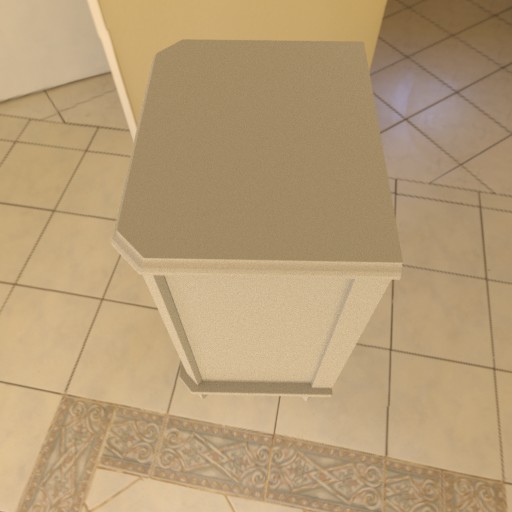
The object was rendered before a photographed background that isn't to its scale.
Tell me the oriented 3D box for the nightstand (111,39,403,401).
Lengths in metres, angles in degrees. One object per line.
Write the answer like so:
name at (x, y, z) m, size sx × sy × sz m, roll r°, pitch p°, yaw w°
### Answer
nightstand at (0.000, 0.000, 0.916) m, size 0.350 × 0.680 × 0.450 m, roll 1°, pitch 59°, yaw 1°
